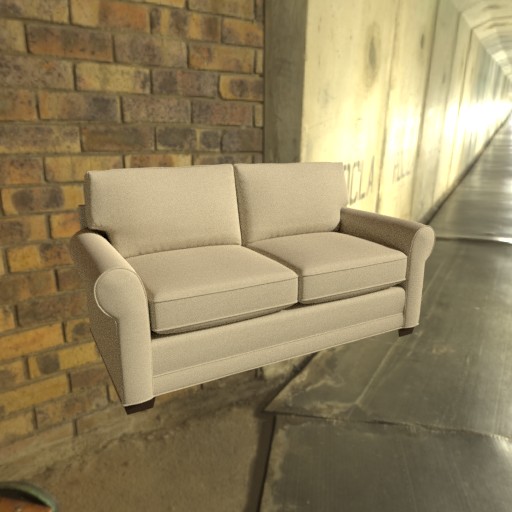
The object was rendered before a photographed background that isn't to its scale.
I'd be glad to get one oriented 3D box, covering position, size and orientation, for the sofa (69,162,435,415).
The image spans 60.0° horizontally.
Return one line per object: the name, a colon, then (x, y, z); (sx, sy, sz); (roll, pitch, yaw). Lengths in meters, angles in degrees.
sofa: (0.000, 0.000, 2.354); (1.774, 0.933, 0.861); (-8, 17, -28)
